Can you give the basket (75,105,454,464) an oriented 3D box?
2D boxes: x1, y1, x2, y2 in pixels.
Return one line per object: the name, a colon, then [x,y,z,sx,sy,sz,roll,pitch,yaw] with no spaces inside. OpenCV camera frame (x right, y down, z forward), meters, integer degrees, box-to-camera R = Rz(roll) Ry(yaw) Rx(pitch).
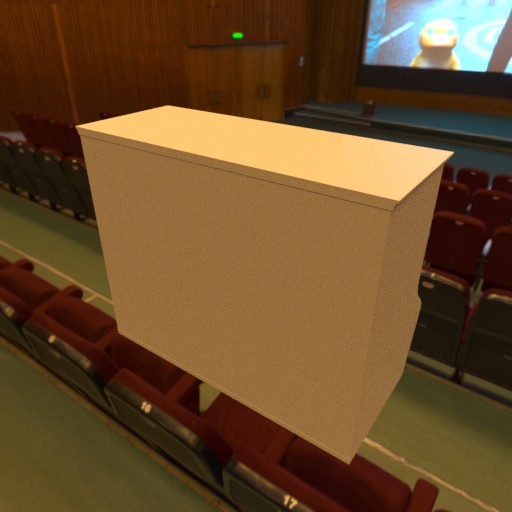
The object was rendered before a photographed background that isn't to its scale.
basket: [0.000,0.000,1.146,0.792,0.625,0.376,19,35,30]
